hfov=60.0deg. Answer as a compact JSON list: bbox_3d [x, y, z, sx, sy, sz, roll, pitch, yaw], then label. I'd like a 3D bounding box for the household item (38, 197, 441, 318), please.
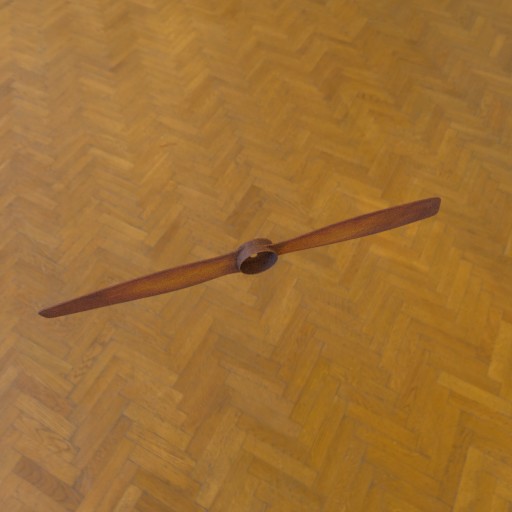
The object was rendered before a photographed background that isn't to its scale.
[{"bbox_3d":[0.000,0.000,1.257,1.181,0.121,0.051,-15,59,-10],"label":"household item"}]
